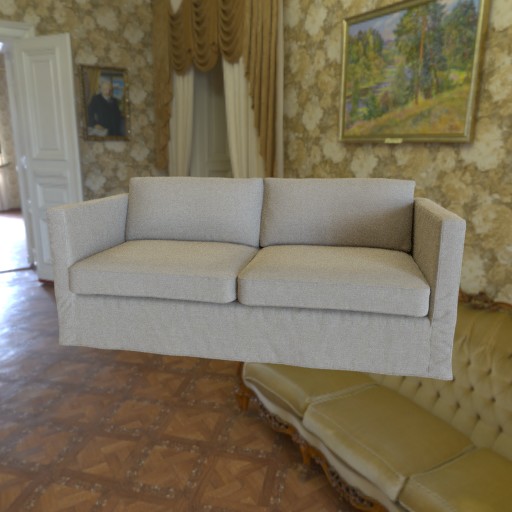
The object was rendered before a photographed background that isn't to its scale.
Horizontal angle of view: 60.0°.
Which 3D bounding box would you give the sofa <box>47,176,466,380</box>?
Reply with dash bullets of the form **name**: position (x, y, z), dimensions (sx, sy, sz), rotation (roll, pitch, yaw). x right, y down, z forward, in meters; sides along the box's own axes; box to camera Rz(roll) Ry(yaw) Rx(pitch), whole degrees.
- **sofa**: position (0.000, 0.000, 2.496), dimensions (1.987, 0.847, 0.956), rotation (3, 14, 11)
